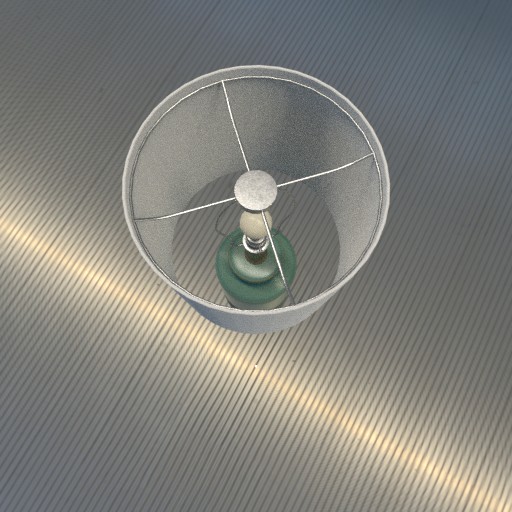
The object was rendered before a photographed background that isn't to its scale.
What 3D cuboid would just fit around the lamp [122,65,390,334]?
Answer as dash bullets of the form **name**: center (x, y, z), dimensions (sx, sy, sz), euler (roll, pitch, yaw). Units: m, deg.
- **lamp**: center (0.000, 0.000, 0.589), dimensions (0.212, 0.493, 0.212), euler (-16, 77, -4)
